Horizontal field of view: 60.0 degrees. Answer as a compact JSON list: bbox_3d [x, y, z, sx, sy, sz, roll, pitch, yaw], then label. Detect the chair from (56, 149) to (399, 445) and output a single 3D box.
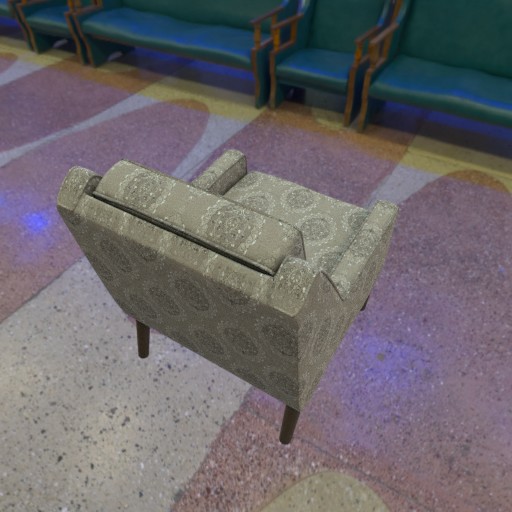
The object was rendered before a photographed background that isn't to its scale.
[{"bbox_3d":[0.000,0.000,1.367,0.665,0.797,0.750,24,50,22],"label":"chair"}]
